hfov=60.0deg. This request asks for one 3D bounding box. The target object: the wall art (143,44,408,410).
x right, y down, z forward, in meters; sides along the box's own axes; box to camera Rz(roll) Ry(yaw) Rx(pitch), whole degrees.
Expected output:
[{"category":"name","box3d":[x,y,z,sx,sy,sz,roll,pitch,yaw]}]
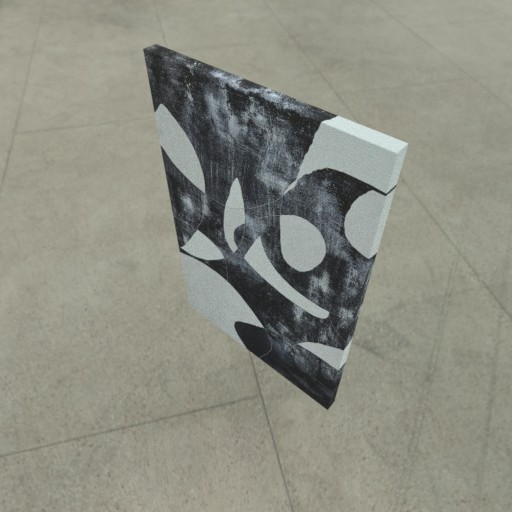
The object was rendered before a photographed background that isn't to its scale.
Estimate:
[{"category":"wall art","box3d":[0.000,0.000,1.164,0.610,0.915,0.041,32,54,27]}]
